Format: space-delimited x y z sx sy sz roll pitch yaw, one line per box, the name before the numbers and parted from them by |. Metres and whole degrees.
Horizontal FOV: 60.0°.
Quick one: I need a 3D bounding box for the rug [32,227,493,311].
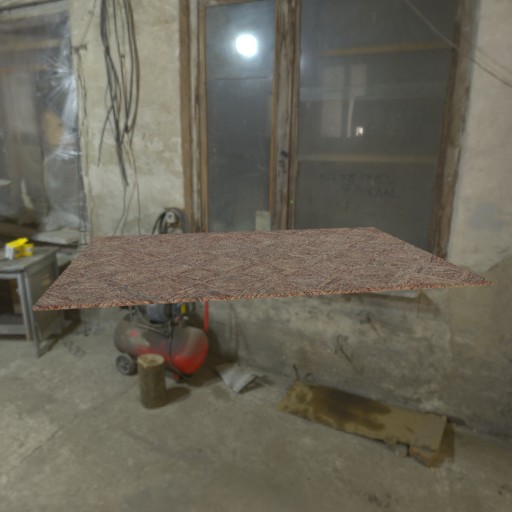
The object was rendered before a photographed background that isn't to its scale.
rug | 0.000 0.000 2.887 2.285 0.019 1.523 -2 15 -9
